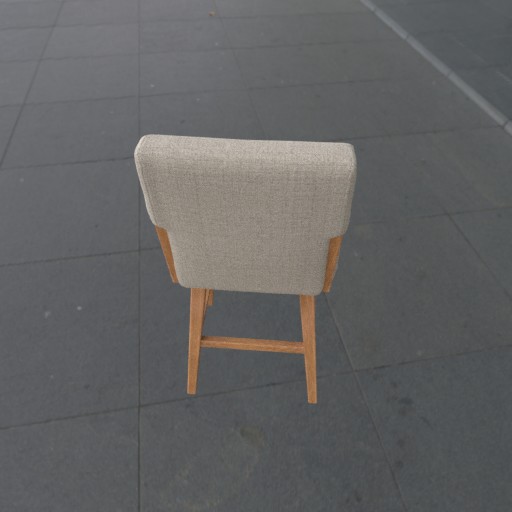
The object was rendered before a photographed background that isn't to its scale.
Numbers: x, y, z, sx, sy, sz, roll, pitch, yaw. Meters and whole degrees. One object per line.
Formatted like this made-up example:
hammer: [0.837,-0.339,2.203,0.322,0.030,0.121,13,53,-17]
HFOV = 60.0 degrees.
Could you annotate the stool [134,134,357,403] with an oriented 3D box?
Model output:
stool: [0.000,0.000,1.392,0.483,1.106,0.569,3,46,3]
